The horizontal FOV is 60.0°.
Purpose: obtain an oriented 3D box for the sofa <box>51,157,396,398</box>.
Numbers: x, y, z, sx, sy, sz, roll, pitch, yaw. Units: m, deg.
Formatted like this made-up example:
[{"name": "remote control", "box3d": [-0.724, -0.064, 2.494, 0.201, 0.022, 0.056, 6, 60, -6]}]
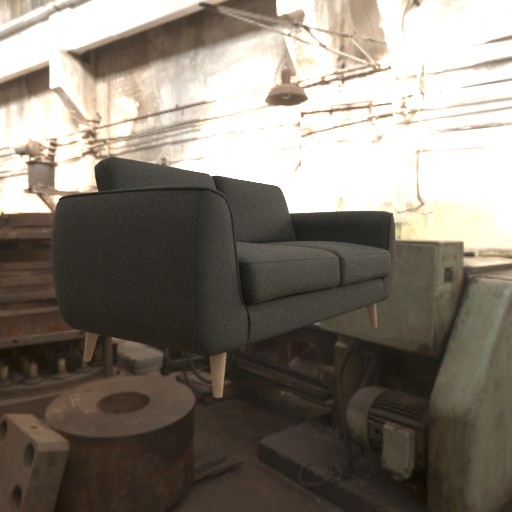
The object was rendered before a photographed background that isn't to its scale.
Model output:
[{"name": "sofa", "box3d": [0.000, 0.000, 2.178, 0.920, 0.850, 1.700, 2, 3, 36]}]
